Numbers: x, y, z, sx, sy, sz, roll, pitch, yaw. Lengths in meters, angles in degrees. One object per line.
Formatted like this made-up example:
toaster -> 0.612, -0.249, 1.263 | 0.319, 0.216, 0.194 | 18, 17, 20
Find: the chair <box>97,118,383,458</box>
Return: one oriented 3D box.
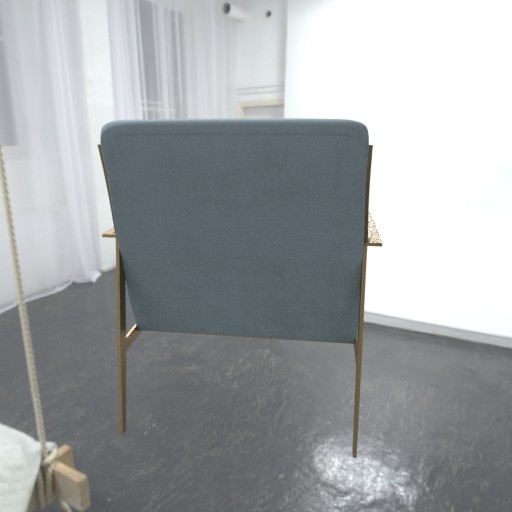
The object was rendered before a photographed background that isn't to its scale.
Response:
chair -> 0.000, 0.000, 1.445 | 0.701, 0.824, 0.842 | 2, 15, 8
